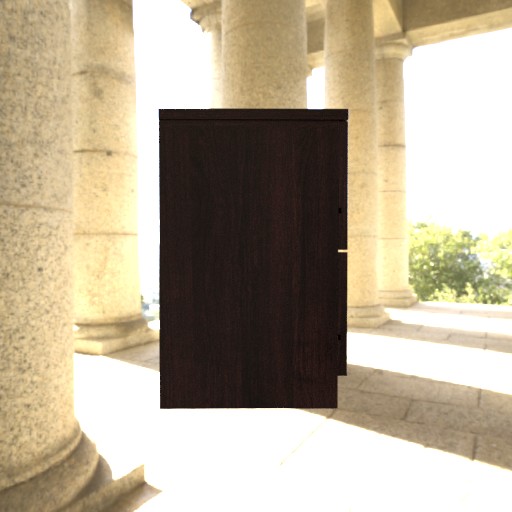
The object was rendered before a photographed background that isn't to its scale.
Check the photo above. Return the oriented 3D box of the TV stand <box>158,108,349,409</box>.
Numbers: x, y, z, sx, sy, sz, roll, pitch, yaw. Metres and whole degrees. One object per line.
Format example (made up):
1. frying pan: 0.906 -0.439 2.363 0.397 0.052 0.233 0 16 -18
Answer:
1. TV stand: 0.000 0.000 1.490 0.404 0.614 1.192 0 1 -1
